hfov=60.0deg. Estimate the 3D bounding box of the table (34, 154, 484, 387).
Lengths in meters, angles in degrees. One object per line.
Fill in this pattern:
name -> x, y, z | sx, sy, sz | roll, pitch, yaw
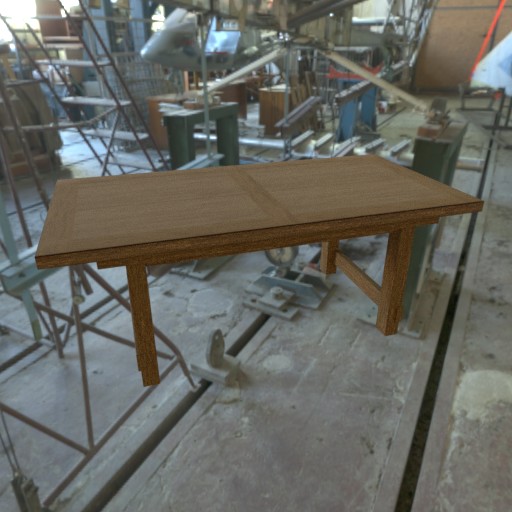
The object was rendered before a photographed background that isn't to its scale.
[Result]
table -> 0.000, 0.000, 2.447 | 1.982, 0.762, 1.000 | -8, 27, -16
